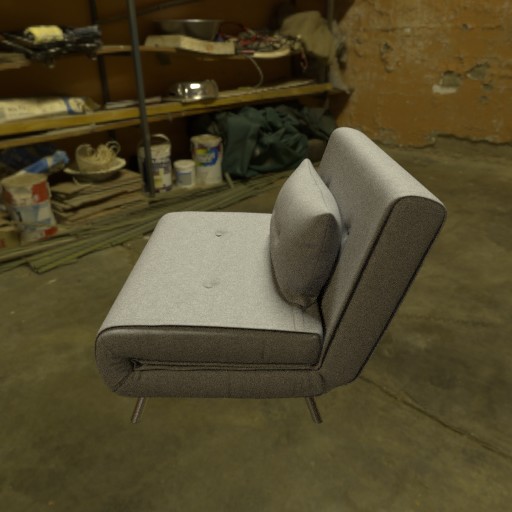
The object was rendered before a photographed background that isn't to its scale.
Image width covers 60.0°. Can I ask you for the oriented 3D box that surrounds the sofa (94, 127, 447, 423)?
[{"bbox_3d":[0.000,0.000,1.745,1.000,0.825,1.020,0,26,0],"label":"sofa"}]
